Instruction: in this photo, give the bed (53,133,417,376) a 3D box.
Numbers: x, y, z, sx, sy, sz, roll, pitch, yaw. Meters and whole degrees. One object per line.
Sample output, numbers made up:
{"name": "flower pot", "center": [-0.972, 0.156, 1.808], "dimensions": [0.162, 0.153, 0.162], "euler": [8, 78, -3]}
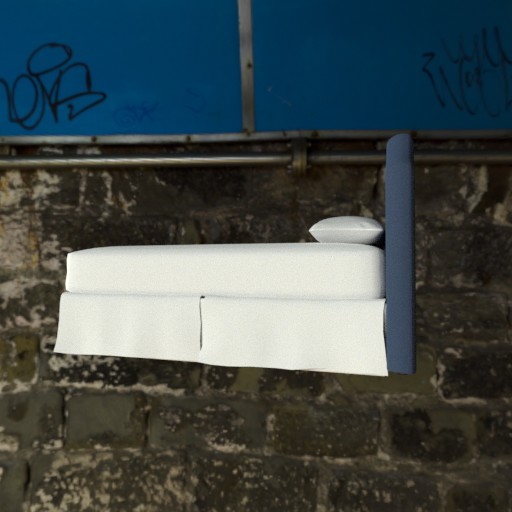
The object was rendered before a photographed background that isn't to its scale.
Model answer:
{"name": "bed", "center": [0.000, 0.000, 3.387], "dimensions": [2.260, 1.297, 1.831], "euler": [0, -1, 19]}
